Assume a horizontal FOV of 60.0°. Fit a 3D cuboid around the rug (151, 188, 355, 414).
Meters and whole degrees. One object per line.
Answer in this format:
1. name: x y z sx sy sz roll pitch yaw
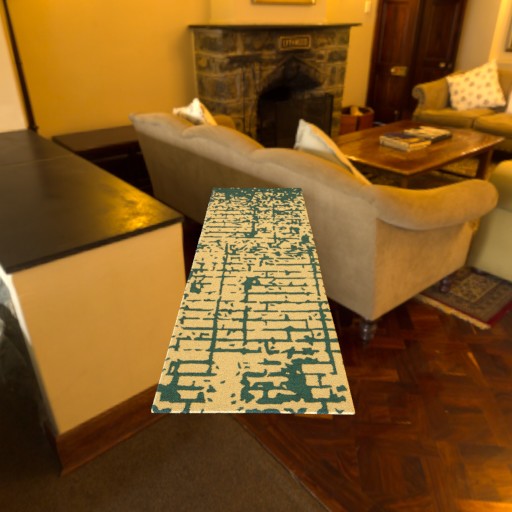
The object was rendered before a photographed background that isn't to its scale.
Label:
1. rug: 0.000 0.000 2.698 0.750 0.011 2.435 0 28 0
